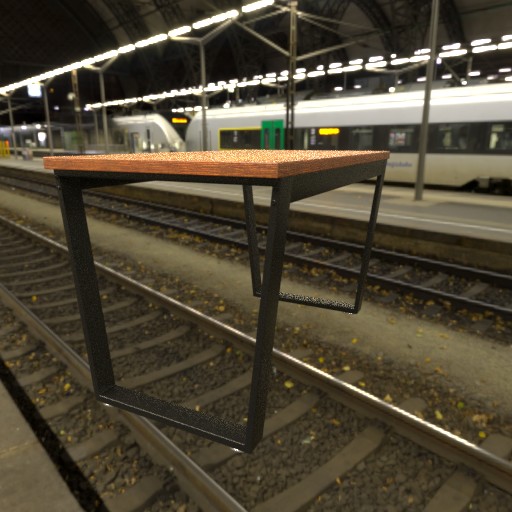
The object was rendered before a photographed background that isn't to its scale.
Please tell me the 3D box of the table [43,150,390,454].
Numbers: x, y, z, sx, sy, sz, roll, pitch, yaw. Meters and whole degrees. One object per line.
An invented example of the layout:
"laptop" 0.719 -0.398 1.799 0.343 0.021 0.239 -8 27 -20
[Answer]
"table" 0.000 0.000 1.686 0.714 0.760 1.205 7 16 26
